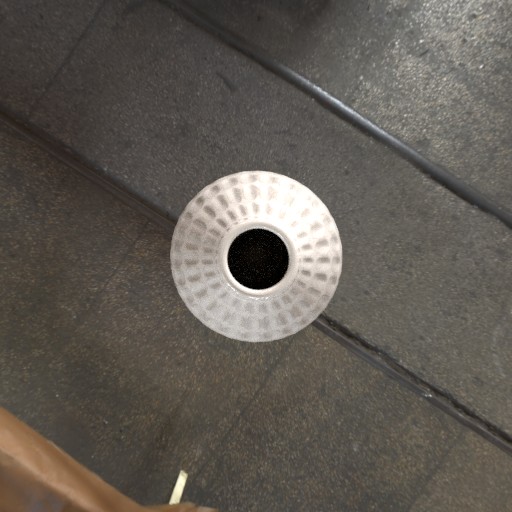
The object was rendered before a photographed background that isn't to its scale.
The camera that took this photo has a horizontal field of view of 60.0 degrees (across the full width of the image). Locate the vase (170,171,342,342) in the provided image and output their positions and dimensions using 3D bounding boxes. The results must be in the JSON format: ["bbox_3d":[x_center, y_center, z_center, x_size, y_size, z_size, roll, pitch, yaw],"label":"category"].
[{"bbox_3d":[0.000,0.000,0.346,0.127,0.282,0.127,0,91,0],"label":"vase"}]
